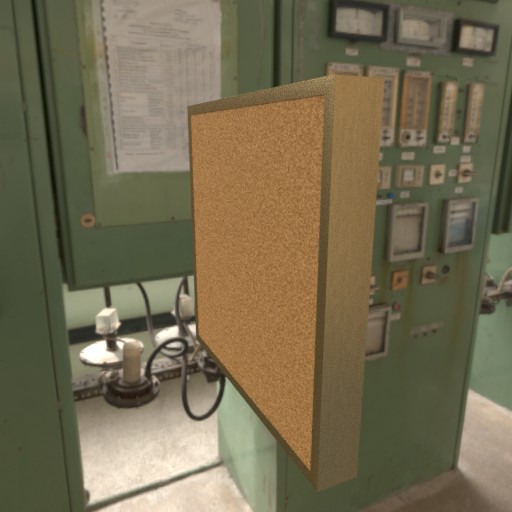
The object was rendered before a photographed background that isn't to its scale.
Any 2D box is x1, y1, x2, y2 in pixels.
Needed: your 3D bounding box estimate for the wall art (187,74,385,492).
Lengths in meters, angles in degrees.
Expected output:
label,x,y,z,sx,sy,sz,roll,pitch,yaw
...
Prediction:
label,x,y,z,sx,sy,sz,roll,pitch,yaw
wall art,0.000,0.000,0.448,0.038,0.305,0.304,-7,16,-25
